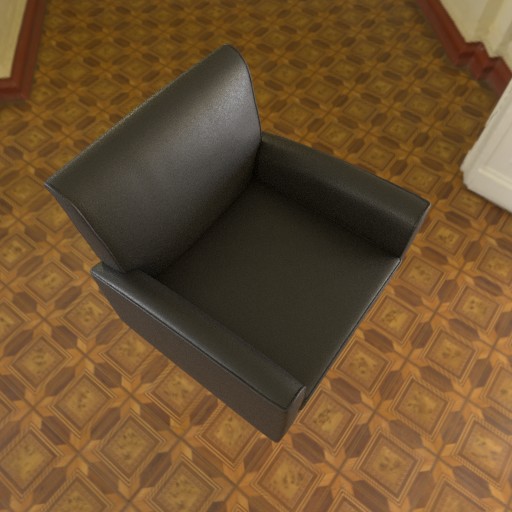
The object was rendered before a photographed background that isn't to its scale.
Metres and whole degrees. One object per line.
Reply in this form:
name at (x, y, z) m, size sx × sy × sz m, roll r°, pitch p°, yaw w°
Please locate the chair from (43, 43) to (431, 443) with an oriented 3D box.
chair at (0.000, 0.000, 1.520) m, size 0.819 × 0.916 × 0.820 m, roll 33°, pitch 64°, yaw 18°
